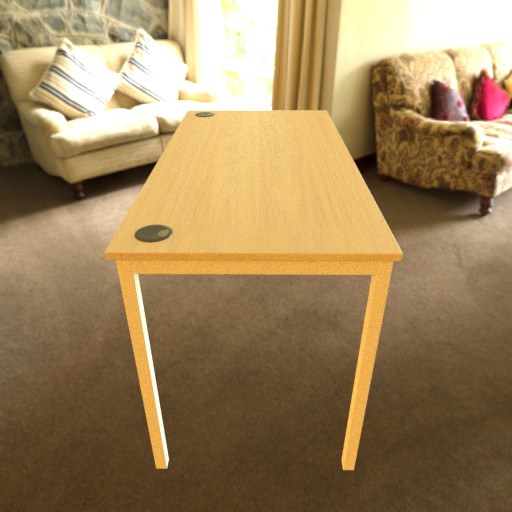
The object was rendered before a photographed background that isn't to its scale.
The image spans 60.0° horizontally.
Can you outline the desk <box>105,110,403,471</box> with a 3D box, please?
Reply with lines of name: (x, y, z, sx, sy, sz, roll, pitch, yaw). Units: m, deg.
desk: (0.000, 0.000, 1.595, 0.600, 0.750, 1.200, 0, 31, 0)
